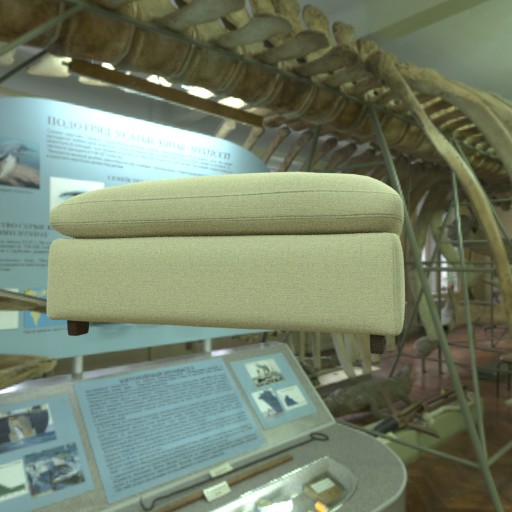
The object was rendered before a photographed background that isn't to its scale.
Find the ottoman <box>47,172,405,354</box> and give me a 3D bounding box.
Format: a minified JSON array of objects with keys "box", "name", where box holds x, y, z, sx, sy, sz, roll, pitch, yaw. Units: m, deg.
[{"box":[0.000,0.000,1.551,0.977,0.467,0.996,0,-1,17],"name":"ottoman"}]
